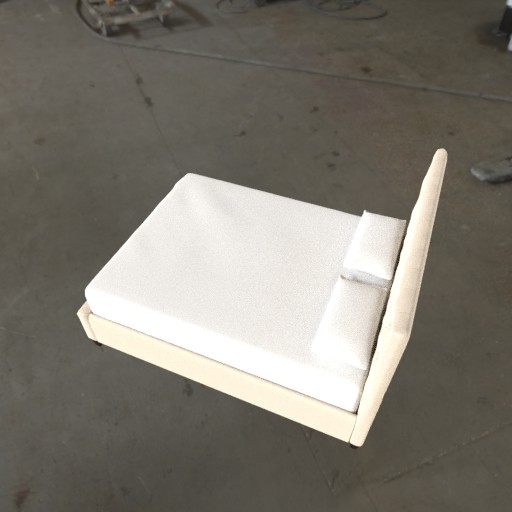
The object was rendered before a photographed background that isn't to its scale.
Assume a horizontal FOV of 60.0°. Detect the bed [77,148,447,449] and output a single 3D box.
[{"bbox_3d":[0.000,0.000,3.358,2.233,1.426,1.696,17,49,15],"label":"bed"}]
